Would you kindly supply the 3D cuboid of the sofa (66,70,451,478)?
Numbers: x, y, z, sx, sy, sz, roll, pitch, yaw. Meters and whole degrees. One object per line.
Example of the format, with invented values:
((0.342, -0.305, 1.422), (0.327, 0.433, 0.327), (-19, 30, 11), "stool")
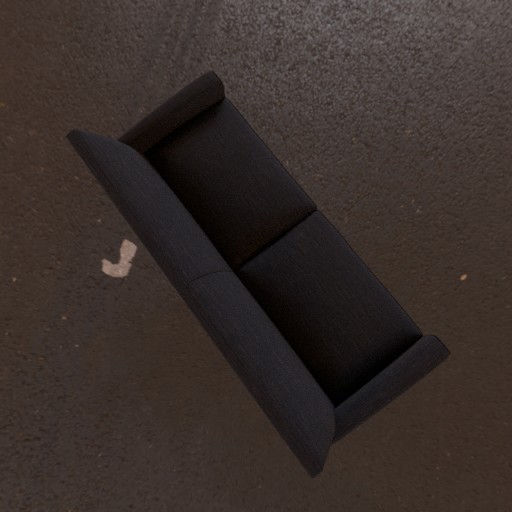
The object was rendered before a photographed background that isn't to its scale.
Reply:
((0.000, 0.000, 2.410), (0.875, 0.846, 1.976), (-36, 79, -9), "sofa")
